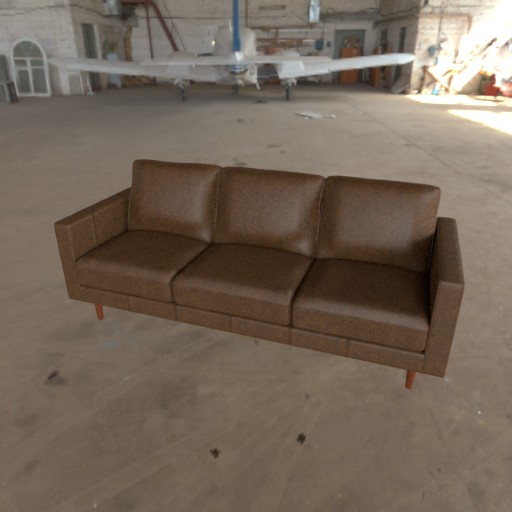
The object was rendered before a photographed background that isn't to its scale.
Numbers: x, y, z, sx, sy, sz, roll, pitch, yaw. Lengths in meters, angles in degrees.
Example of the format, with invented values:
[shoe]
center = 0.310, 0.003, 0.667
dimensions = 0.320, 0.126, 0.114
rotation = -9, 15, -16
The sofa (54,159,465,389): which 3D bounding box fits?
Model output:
[sofa]
center = 0.000, 0.000, 2.705
dimensions = 2.231, 0.930, 0.903
rotation = 9, 27, 18
